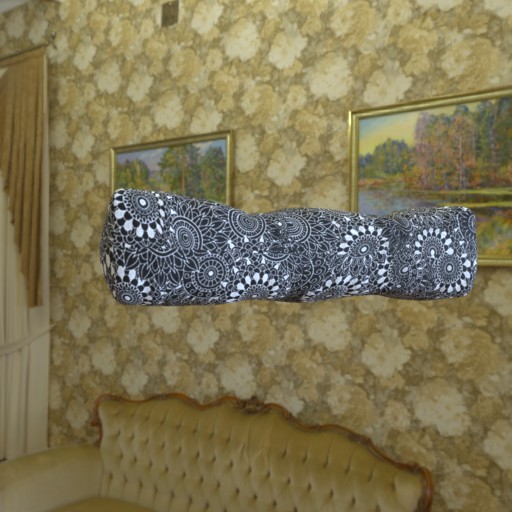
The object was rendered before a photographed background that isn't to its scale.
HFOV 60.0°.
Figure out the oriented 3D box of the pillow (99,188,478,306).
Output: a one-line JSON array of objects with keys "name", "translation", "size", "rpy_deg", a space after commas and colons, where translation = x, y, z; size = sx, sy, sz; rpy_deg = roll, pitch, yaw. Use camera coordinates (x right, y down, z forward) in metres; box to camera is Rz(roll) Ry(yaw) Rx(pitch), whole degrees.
[{"name": "pillow", "translation": [0.000, 0.000, 0.722], "size": [0.468, 0.128, 0.490], "rpy_deg": [0, -2, -17]}]
